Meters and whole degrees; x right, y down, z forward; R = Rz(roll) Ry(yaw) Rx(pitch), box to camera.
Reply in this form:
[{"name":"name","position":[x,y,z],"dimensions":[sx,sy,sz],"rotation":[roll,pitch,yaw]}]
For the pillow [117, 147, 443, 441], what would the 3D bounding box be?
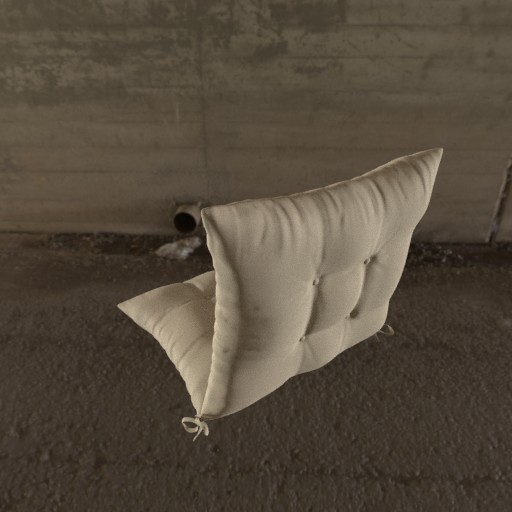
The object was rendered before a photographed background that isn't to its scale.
[{"name":"pillow","position":[0.000,0.000,0.997],"dimensions":[0.541,0.536,0.585],"rotation":[-19,35,-29]}]
